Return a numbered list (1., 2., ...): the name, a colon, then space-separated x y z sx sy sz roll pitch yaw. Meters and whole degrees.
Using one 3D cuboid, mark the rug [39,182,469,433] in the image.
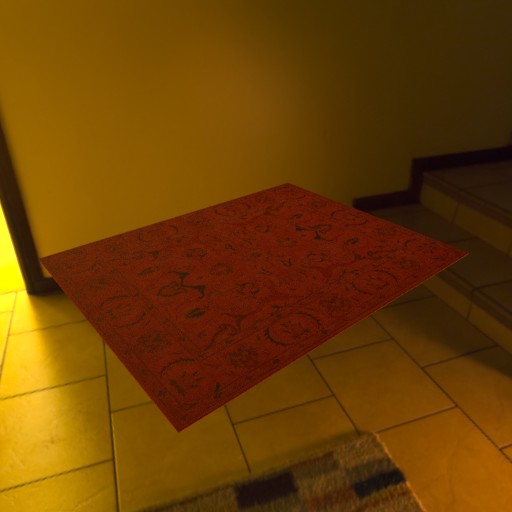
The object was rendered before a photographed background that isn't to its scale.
1. rug: 0.000 0.000 3.828 2.929 0.012 2.300 -22 36 -34
